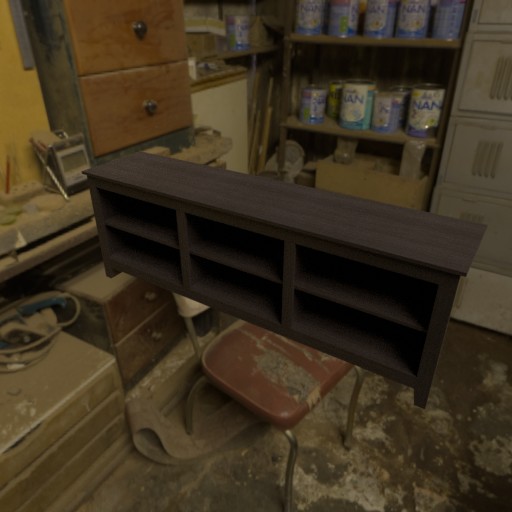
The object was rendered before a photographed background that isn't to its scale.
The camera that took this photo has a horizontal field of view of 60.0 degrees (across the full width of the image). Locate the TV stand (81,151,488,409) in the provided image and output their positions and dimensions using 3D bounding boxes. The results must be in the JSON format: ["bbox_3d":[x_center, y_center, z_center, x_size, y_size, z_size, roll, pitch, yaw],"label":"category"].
[{"bbox_3d":[0.000,0.000,2.058,1.778,0.610,0.406,17,34,28],"label":"TV stand"}]
